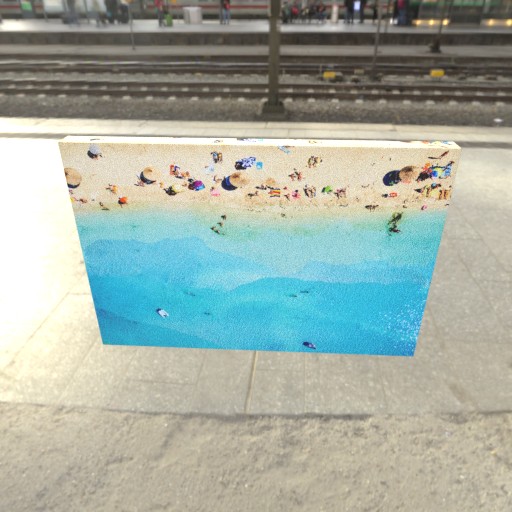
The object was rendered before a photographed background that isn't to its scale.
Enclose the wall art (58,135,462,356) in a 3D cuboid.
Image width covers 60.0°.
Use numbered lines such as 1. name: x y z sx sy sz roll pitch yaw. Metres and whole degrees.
1. wall art: 0.000 0.000 1.149 0.894 0.595 0.057 2 30 3
